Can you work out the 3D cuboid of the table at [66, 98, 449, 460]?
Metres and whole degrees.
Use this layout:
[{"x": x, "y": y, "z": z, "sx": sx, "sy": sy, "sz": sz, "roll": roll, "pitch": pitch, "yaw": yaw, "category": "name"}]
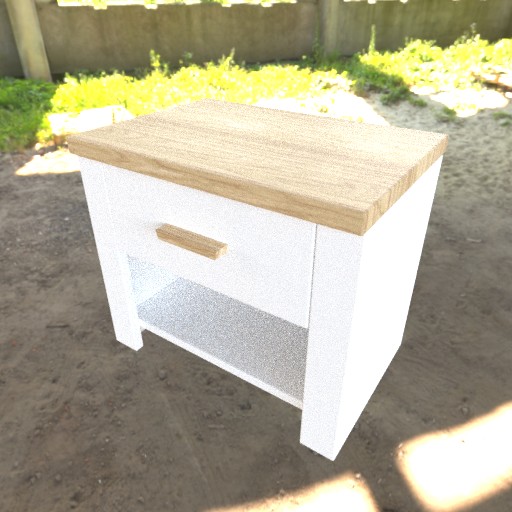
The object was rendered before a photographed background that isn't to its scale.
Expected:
[{"x": 0.000, "y": 0.000, "z": 0.811, "sx": 0.500, "sy": 0.440, "sz": 0.360, "roll": 19, "pitch": 36, "yaw": 29, "category": "table"}]
